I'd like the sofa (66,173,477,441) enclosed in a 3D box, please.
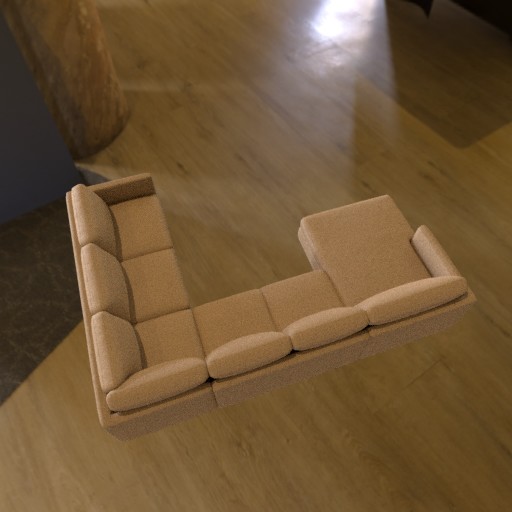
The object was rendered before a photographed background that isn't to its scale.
[{"bbox_3d":[0.000,0.000,4.528,3.403,0.889,2.551,-16,59,-10],"label":"sofa"}]
